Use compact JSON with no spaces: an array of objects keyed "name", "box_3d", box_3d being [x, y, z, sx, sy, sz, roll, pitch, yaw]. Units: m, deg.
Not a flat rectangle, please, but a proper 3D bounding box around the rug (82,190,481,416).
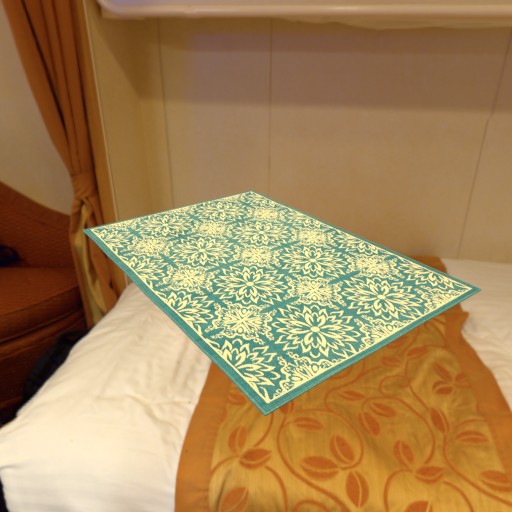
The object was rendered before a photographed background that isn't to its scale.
[{"name":"rug","box_3d":[0.000,0.000,2.890,1.554,0.012,2.205,-19,32,-32]}]
